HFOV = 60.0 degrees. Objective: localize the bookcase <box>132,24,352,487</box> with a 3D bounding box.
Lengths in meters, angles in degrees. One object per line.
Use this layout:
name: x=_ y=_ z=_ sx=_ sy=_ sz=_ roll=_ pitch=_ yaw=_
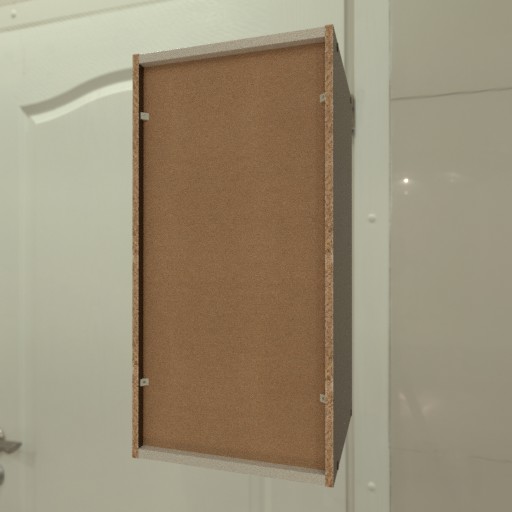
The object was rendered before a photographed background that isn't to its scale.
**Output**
bookcase: x=0.000 y=0.000 z=0.755 sx=0.300 sy=0.600 sz=0.290 roll=0 pitch=0 yaw=17
